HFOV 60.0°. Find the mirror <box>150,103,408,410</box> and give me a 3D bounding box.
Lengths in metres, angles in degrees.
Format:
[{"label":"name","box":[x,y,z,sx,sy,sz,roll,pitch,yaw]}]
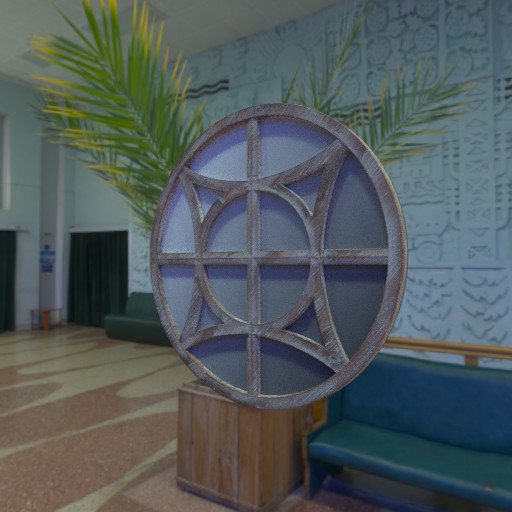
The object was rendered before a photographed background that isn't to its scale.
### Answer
[{"label":"mirror","box":[0.000,0.000,1.061,0.710,0.710,0.038,-1,-1,35]}]
